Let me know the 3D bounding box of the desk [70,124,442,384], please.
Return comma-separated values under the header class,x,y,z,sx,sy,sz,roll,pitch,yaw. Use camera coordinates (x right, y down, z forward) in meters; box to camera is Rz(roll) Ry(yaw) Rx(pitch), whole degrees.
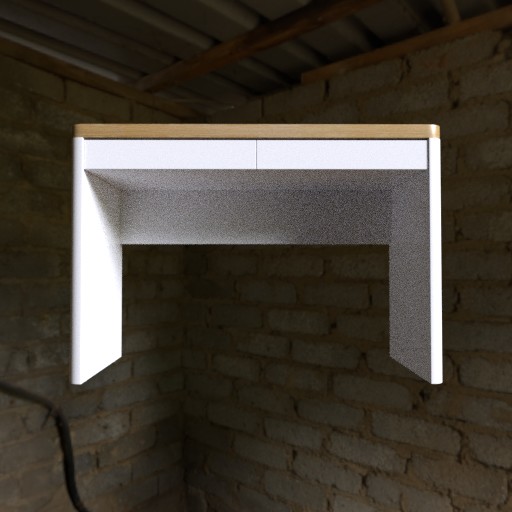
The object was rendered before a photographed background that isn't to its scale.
class,x,y,z,sx,sy,sz,roll,pitch,yaw
desk,0.000,0.000,1.478,1.100,0.760,0.390,0,-1,0
